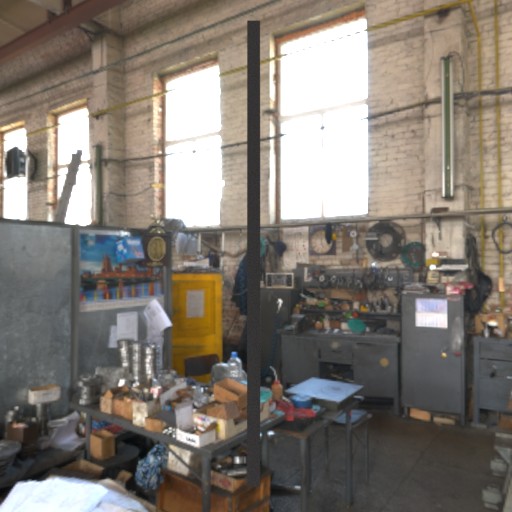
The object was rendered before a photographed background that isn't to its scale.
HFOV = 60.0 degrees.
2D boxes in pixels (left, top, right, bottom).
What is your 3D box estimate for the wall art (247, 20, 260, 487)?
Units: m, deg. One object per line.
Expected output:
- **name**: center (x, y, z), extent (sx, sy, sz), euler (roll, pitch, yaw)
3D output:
- **wall art**: center (0.000, 0.000, 0.662), extent (0.013, 0.458, 0.456), euler (0, -1, 1)
